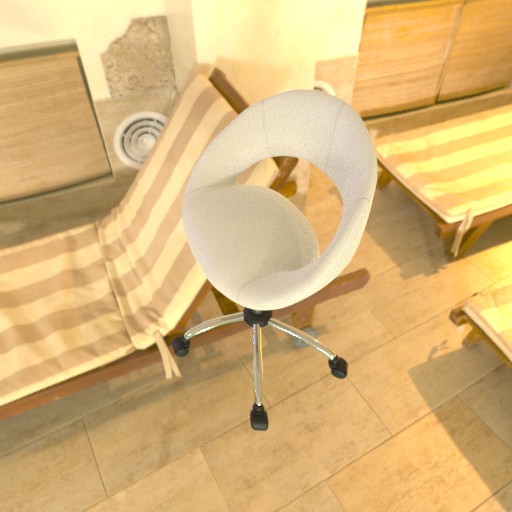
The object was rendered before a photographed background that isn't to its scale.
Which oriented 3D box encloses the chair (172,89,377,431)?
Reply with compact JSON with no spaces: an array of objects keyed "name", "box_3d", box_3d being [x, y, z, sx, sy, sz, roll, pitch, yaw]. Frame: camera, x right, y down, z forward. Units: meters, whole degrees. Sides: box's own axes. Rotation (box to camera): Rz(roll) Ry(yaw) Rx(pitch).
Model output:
[{"name":"chair","box_3d":[0.000,0.000,1.209,0.538,0.791,0.612,-18,48,-17]}]
